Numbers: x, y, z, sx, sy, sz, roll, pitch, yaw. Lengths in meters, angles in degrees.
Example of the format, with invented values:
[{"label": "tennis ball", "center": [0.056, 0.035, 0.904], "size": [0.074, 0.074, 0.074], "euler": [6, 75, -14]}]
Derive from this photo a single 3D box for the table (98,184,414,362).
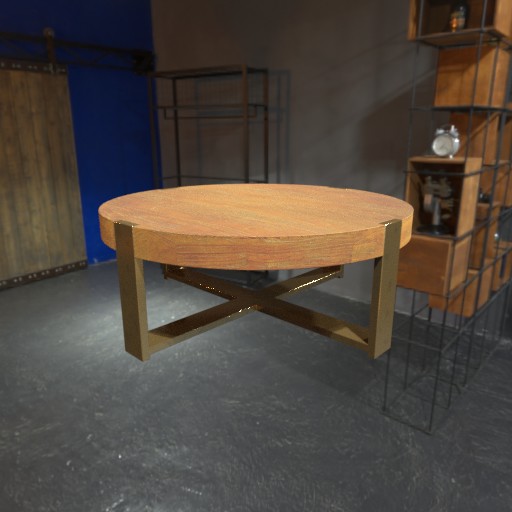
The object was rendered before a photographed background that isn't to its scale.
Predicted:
[{"label": "table", "center": [0.000, 0.000, 1.699], "size": [1.100, 0.420, 1.100], "euler": [0, 16, 0]}]
